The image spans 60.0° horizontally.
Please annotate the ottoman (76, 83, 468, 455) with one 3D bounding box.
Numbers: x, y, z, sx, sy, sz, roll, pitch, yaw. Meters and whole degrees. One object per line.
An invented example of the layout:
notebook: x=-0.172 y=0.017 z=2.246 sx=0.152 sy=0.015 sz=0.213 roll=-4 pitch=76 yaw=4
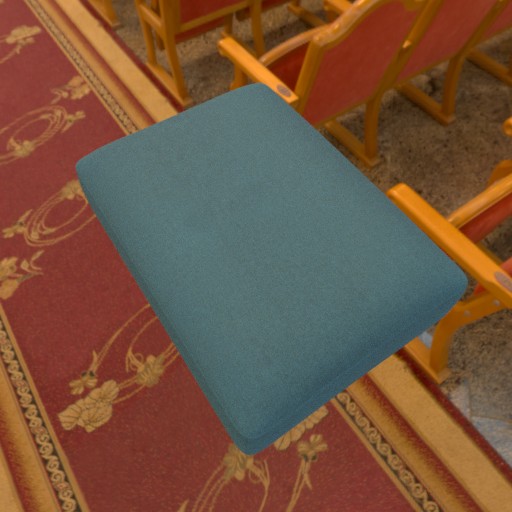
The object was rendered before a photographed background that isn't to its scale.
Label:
ottoman: x=0.000 y=0.000 z=1.071 sx=0.549 sy=0.428 sz=0.749 roll=-30 pitch=63 yaw=-17
